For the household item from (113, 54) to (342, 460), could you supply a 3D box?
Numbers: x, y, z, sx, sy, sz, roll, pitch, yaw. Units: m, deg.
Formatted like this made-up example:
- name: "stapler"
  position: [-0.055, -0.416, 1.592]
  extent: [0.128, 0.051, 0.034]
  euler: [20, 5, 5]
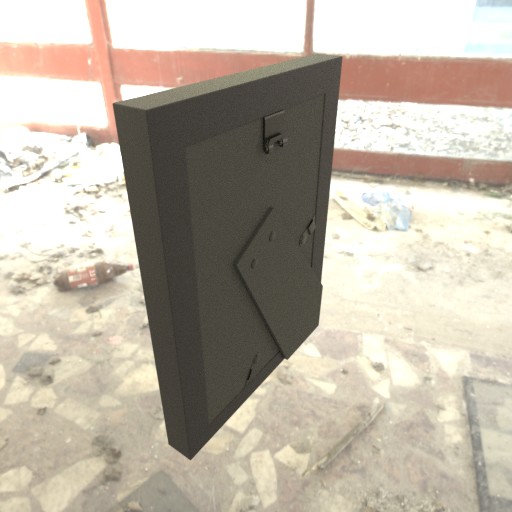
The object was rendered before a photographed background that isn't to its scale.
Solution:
- name: "household item"
  position: [0.000, 0.000, 0.231]
  extent: [0.022, 0.178, 0.133]
  euler: [21, 38, 30]
